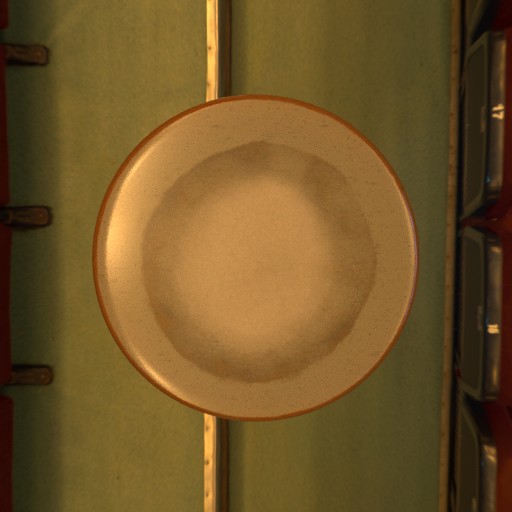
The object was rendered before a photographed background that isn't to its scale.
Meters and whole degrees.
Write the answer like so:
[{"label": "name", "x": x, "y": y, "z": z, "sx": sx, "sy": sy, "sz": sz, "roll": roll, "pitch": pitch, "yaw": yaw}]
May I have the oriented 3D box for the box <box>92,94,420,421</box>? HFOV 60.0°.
[{"label": "box", "x": 0.000, "y": 0.000, "z": 0.211, "sx": 0.123, "sy": 0.100, "sz": 0.123, "roll": 0, "pitch": 92, "yaw": 0}]
